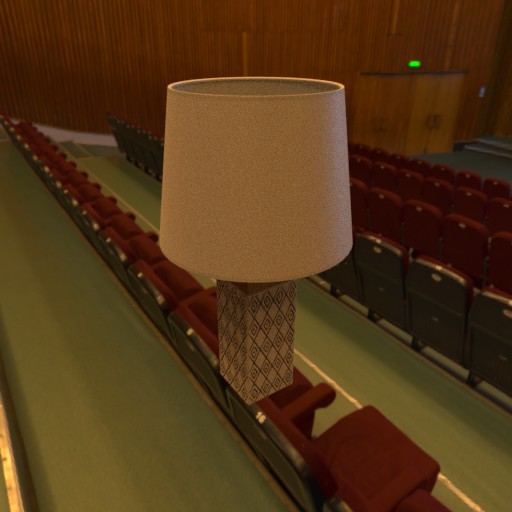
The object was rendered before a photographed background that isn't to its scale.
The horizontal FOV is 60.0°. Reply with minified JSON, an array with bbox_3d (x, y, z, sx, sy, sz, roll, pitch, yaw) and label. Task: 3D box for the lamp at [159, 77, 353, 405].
[{"bbox_3d":[0.000,0.000,0.602,0.251,0.435,0.251,0,27,0],"label":"lamp"}]
